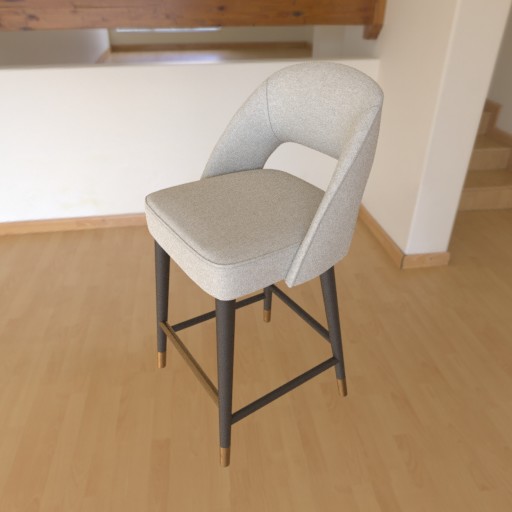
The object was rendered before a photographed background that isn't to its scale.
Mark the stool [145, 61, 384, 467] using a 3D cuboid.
[{"bbox_3d":[0.000,0.000,1.217,0.509,0.940,0.494,-19,37,-28],"label":"stool"}]
